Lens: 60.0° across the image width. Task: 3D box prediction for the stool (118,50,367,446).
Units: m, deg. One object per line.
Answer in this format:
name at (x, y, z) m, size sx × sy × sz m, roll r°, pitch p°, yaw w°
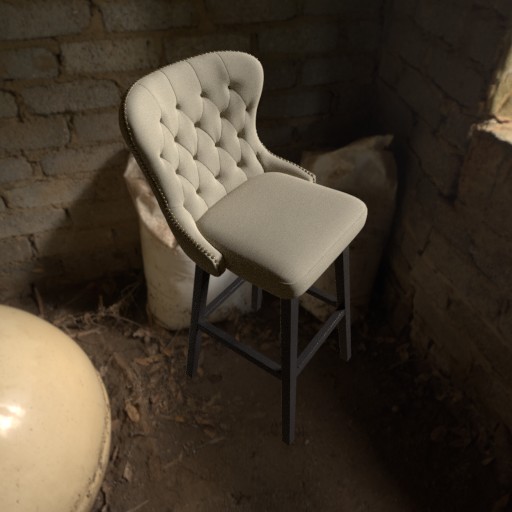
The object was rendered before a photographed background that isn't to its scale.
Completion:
stool at (0.000, 0.000, 1.402) m, size 0.605 × 1.066 × 0.528 m, roll 26°, pitch 48°, yaw 26°
